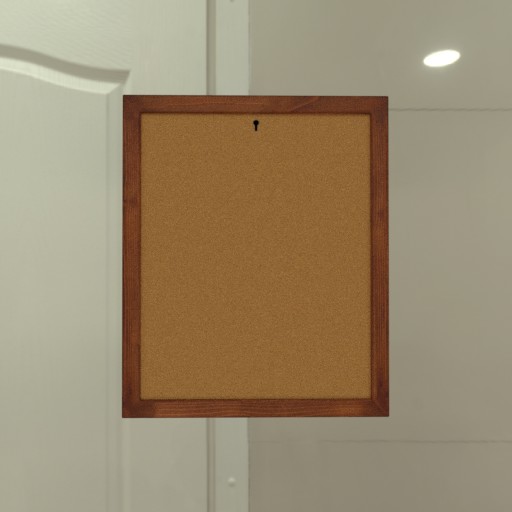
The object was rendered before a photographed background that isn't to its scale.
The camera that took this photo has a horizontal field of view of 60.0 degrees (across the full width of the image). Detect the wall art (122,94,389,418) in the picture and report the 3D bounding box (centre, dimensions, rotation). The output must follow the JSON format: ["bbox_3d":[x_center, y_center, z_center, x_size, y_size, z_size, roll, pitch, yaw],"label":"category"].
[{"bbox_3d":[0.000,0.000,0.781,0.462,0.558,0.030,0,-1,-1],"label":"wall art"}]
